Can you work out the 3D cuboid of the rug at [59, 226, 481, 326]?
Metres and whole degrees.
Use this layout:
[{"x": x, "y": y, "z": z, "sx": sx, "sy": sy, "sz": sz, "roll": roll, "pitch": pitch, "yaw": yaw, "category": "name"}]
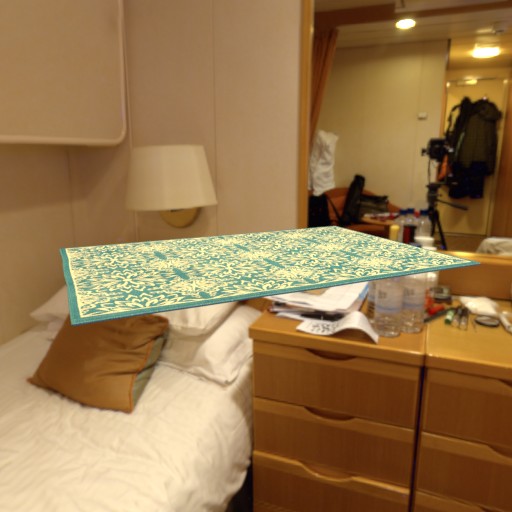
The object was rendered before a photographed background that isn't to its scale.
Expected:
[{"x": 0.000, "y": 0.000, "z": 3.461, "sx": 2.769, "sy": 0.018, "sz": 1.830, "roll": -6, "pitch": 15, "yaw": -24, "category": "rug"}]
